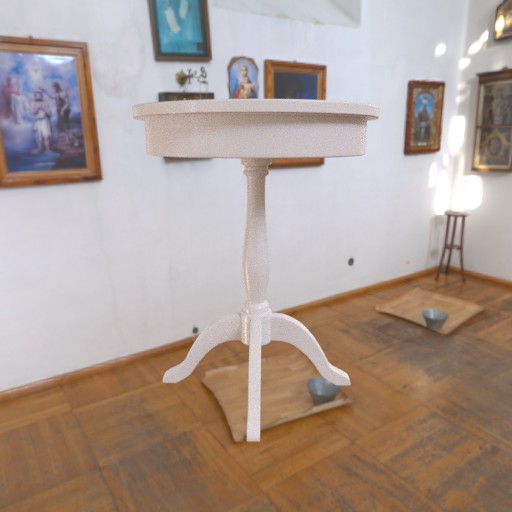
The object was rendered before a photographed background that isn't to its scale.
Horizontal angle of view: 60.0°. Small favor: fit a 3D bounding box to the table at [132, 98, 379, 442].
[{"bbox_3d":[0.000,0.000,1.034,0.513,0.653,0.513,0,15,0],"label":"table"}]
